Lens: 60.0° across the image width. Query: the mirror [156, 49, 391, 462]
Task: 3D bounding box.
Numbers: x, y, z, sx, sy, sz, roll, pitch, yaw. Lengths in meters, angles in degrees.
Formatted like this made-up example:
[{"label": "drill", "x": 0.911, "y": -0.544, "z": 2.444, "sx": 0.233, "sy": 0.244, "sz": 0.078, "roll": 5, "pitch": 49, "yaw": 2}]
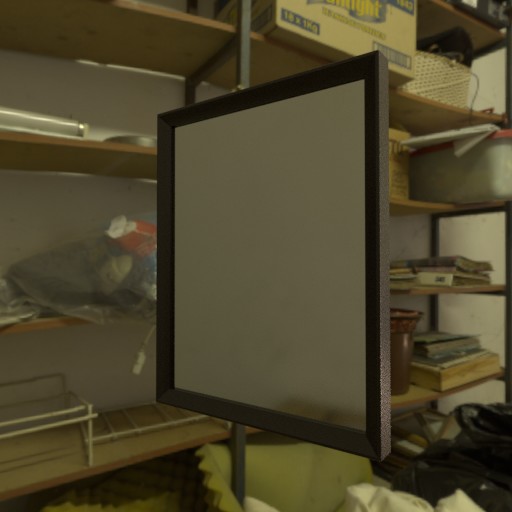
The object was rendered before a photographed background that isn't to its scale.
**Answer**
[{"label": "mirror", "x": 0.000, "y": 0.000, "z": 0.681, "sx": 0.406, "sy": 0.509, "sz": 0.041, "roll": -1, "pitch": -1, "yaw": 36}]
